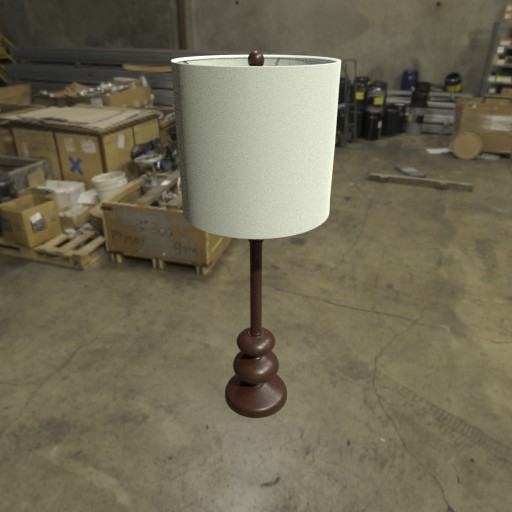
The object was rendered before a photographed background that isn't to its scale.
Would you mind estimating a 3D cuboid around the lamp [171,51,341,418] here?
[{"bbox_3d":[0.000,0.000,0.821,0.254,0.690,0.254,9,29,17],"label":"lamp"}]
